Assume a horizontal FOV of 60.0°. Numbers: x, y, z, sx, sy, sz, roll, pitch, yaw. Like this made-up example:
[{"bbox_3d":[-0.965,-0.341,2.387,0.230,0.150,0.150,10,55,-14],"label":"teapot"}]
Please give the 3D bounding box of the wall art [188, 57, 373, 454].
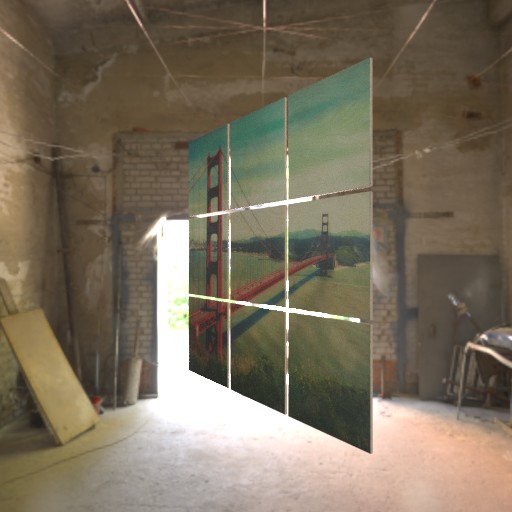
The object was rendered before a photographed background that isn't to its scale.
[{"bbox_3d":[0.000,0.000,2.306,0.014,1.507,1.519,0,0,-35],"label":"wall art"}]
